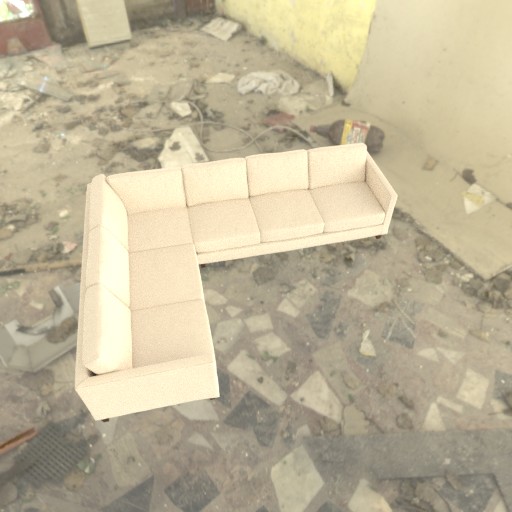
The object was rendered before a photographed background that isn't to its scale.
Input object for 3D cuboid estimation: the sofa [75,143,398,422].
[{"bbox_3d":[0.000,0.000,4.352,3.182,0.863,2.432,-9,48,-9],"label":"sofa"}]
